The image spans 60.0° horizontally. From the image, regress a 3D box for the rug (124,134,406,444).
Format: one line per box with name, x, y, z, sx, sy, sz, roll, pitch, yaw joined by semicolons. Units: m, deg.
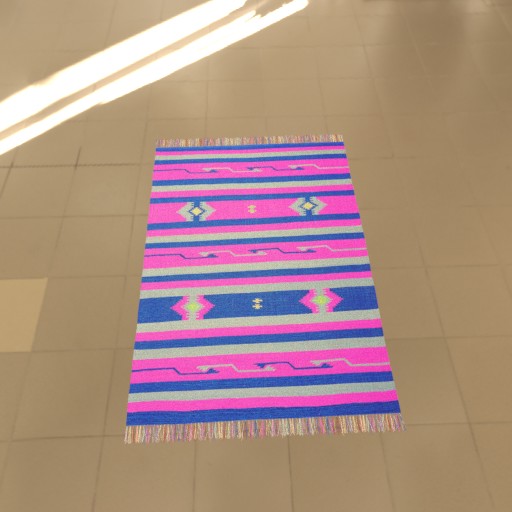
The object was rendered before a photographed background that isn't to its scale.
rug;0.000;0.000;3.019;1.539;0.013;2.350;-2;58;-1
